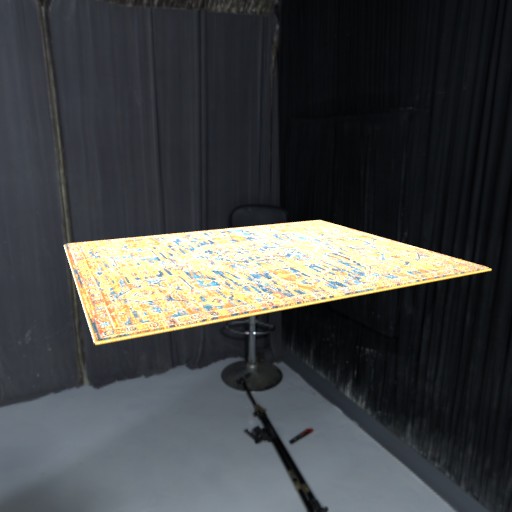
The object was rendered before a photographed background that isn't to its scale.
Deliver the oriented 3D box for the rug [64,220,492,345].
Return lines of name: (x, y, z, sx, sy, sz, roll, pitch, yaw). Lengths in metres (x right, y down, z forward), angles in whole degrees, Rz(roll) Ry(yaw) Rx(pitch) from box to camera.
rug: (0.000, 0.000, 3.975, 3.040, 0.031, 2.435, -7, 16, -25)
